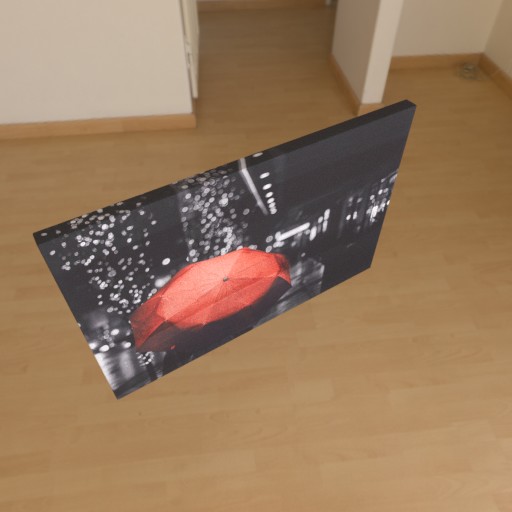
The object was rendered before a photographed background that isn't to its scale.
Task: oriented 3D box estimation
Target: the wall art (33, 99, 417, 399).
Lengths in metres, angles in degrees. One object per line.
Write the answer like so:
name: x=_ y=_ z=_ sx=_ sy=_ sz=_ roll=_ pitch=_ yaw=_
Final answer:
wall art: x=0.000 y=0.000 z=1.164 sx=0.914 sy=0.609 sz=0.038 roll=-25 pitch=52 yaw=-21
